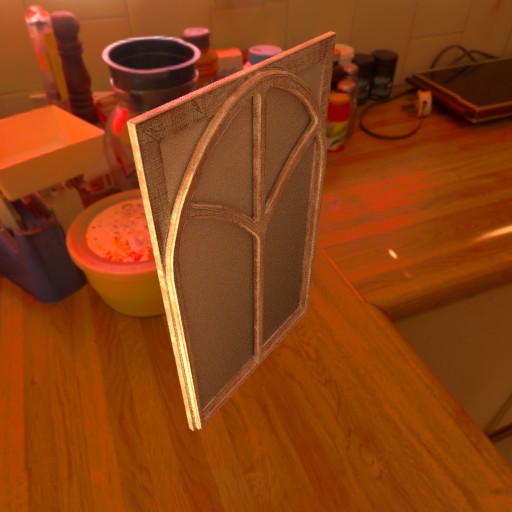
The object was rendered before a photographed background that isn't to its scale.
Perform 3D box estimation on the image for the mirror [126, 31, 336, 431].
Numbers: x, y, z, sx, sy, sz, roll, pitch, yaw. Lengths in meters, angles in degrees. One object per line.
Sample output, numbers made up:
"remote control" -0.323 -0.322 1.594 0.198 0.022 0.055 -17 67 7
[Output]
"mirror" 0.000 0.000 0.956 0.058 0.787 0.495 27 49 27
